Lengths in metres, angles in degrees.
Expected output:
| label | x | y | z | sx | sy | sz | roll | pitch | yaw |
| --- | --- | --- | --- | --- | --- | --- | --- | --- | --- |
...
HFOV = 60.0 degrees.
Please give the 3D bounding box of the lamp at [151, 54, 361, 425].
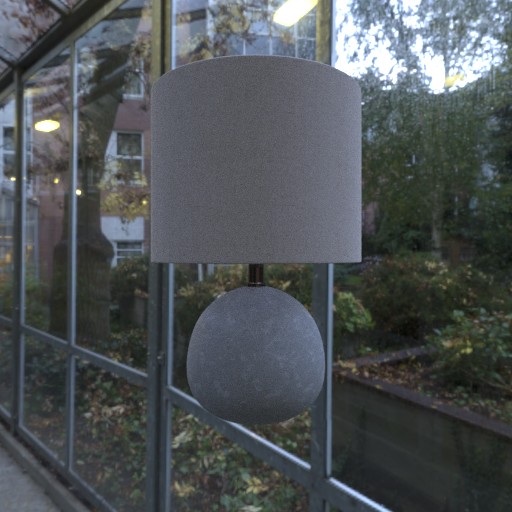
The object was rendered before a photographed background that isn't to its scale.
| label | x | y | z | sx | sy | sz | roll | pitch | yaw |
| --- | --- | --- | --- | --- | --- | --- | --- | --- | --- |
| lamp | 0.000 | 0.000 | 0.582 | 0.269 | 0.409 | 0.269 | 0 | 0 | -17 |
